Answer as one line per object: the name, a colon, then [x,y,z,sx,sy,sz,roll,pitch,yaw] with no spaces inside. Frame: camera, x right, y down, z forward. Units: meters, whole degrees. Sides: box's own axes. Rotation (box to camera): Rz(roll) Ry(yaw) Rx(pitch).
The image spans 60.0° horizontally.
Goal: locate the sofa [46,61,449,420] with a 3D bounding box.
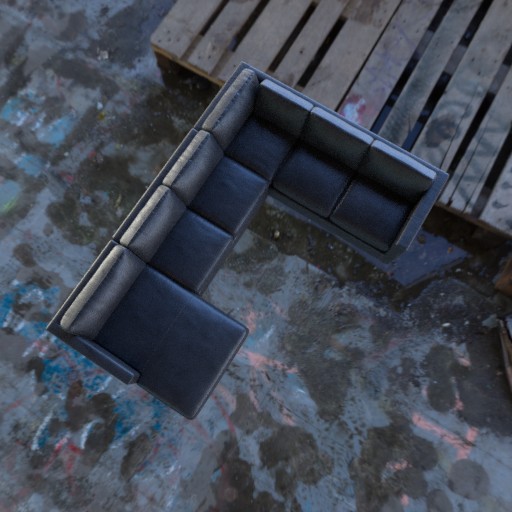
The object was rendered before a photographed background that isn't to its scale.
sofa: [0.000,0.000,4.482,2.452,0.891,3.324,31,78,7]
